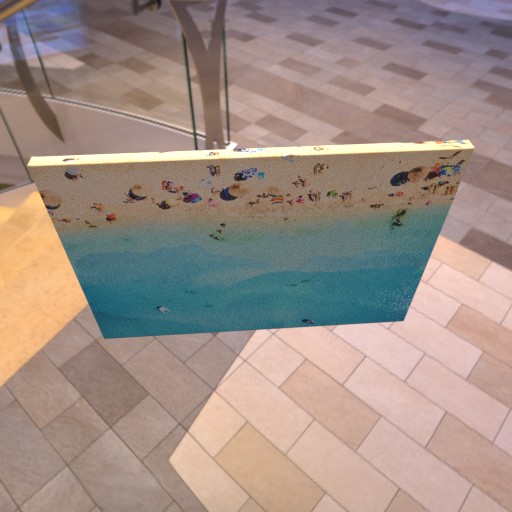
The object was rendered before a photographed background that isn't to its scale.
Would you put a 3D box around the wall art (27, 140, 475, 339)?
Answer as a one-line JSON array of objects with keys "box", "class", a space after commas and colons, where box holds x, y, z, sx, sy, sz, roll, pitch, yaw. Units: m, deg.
[{"box": [0.000, 0.000, 1.412, 1.136, 0.769, 0.040, -3, 46, -3], "class": "wall art"}]
